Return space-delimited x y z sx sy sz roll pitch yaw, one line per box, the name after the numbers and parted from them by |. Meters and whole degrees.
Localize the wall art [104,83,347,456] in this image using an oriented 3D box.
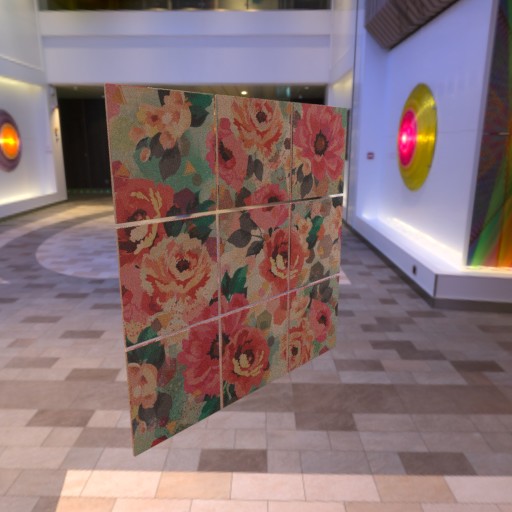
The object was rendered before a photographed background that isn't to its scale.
0.000 0.000 1.817 0.013 1.220 1.216 13 19 43 | wall art
